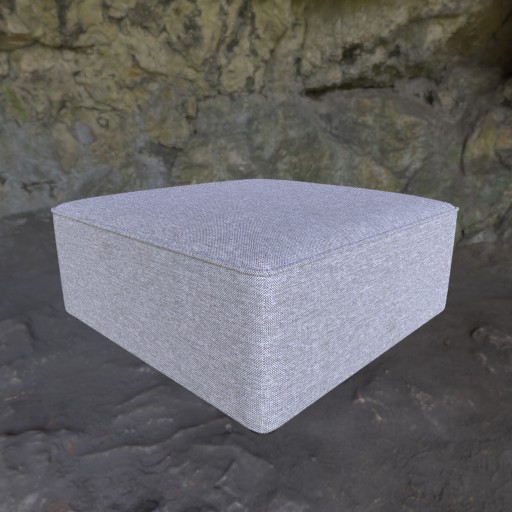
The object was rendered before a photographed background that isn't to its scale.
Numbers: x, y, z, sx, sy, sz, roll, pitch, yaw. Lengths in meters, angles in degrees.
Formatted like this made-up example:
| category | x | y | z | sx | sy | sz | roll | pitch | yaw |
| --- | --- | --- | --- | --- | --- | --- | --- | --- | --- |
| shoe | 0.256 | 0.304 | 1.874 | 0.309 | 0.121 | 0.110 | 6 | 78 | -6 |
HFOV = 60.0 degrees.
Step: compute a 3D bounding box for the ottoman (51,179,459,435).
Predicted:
| category | x | y | z | sx | sy | sz | roll | pitch | yaw |
| --- | --- | --- | --- | --- | --- | --- | --- | --- | --- |
| ottoman | 0.000 | 0.000 | 1.552 | 1.005 | 0.455 | 1.005 | 15 | 22 | 42 |
